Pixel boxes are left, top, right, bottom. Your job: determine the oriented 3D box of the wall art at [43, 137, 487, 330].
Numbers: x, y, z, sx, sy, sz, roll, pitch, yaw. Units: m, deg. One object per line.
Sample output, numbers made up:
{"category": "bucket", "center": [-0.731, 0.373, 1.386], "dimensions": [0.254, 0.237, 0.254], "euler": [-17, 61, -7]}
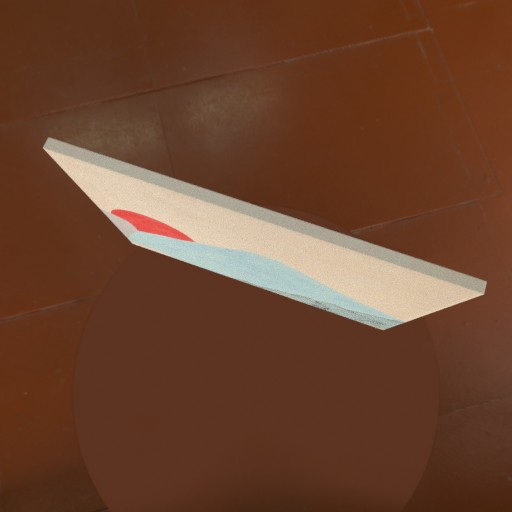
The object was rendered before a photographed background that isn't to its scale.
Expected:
{"category": "wall art", "center": [0.000, 0.000, 1.601], "dimensions": [1.219, 0.912, 0.042], "euler": [19, 76, 5]}
